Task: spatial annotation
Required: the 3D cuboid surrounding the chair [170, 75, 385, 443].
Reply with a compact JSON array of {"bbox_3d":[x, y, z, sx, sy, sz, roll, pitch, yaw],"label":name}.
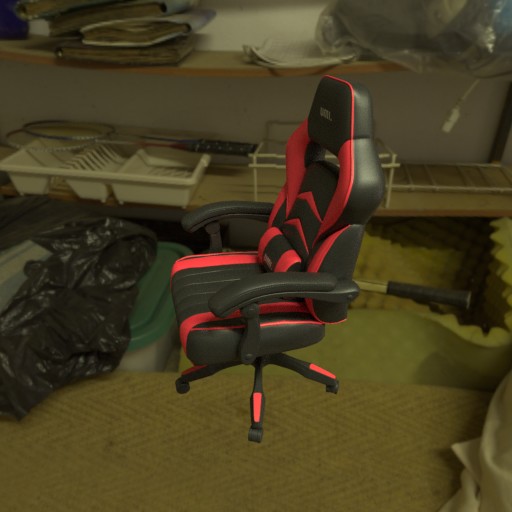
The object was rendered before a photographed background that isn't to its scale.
[{"bbox_3d":[0.000,0.000,1.654,0.700,1.220,0.700,-8,31,-14],"label":"chair"}]
